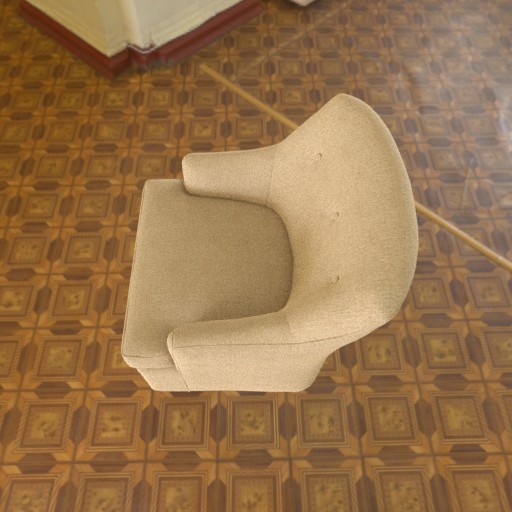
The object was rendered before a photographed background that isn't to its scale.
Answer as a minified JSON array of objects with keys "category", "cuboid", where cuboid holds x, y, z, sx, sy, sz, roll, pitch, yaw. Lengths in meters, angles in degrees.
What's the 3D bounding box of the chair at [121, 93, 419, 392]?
[{"category":"chair","cuboid":[0.000,0.000,1.641,0.923,0.856,0.864,-1,58,-1]}]
